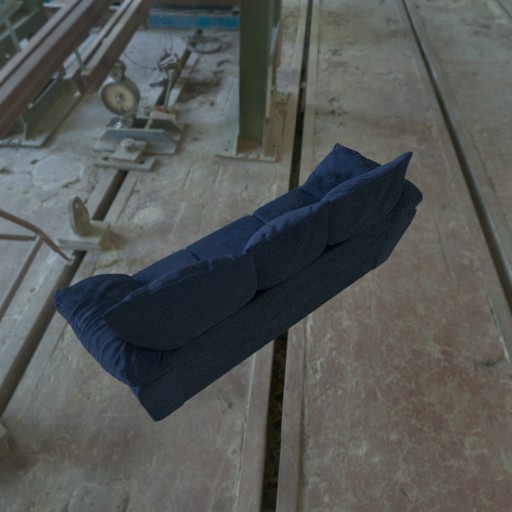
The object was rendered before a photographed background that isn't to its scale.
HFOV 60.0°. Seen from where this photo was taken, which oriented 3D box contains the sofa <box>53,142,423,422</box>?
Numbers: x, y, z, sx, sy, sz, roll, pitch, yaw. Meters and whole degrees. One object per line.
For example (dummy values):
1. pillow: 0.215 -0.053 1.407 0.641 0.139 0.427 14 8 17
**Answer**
1. sofa: 0.000 0.000 2.917 2.390 1.091 0.907 -30 53 -26
